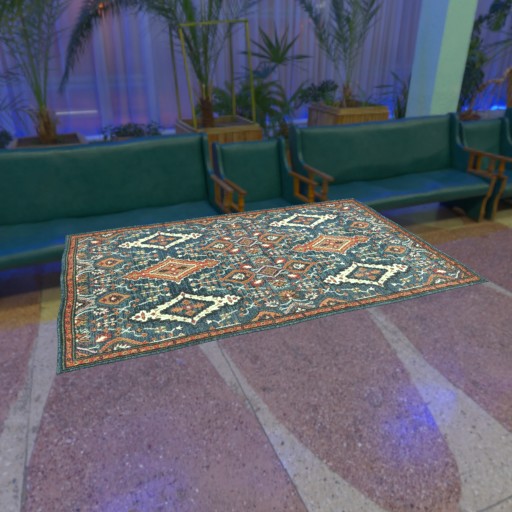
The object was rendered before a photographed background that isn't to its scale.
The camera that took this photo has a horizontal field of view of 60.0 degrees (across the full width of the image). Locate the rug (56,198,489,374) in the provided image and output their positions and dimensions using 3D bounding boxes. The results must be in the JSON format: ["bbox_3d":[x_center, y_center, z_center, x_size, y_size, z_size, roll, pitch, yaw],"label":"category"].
[{"bbox_3d":[0.000,0.000,4.084,3.371,0.008,2.190,-9,28,-17],"label":"rug"}]
